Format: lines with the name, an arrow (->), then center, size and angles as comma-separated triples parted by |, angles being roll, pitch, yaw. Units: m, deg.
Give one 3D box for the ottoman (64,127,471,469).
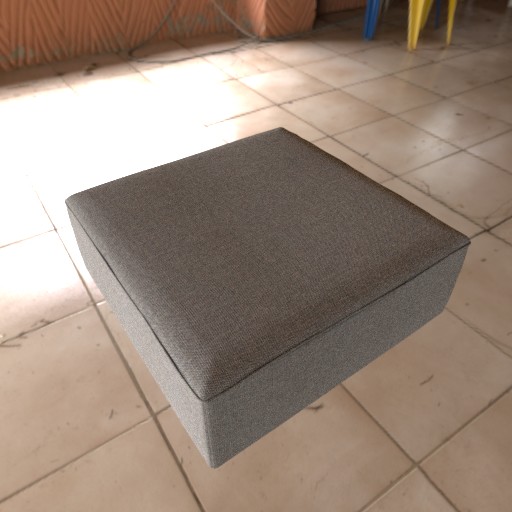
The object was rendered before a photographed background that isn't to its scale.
ottoman -> 0.000, 0.000, 1.612 | 1.023, 0.423, 1.017 | -25, 47, -25
